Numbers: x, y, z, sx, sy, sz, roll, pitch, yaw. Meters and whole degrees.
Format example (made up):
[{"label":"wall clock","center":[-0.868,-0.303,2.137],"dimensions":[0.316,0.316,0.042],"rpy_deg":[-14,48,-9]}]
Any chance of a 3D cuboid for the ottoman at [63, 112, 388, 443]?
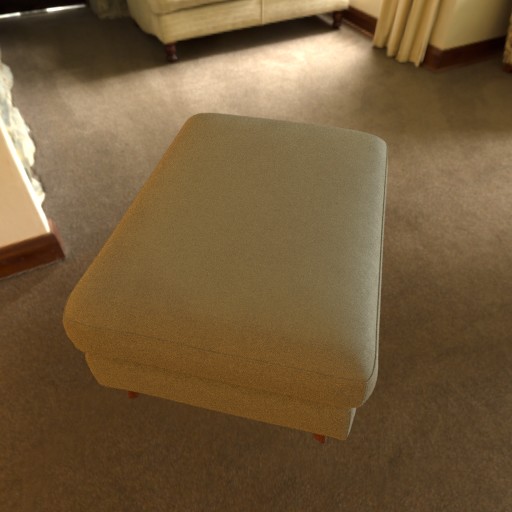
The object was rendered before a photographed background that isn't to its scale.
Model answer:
[{"label":"ottoman","center":[0.000,0.000,1.156],"dimensions":[0.608,0.449,0.811],"rpy_deg":[10,47,9]}]
